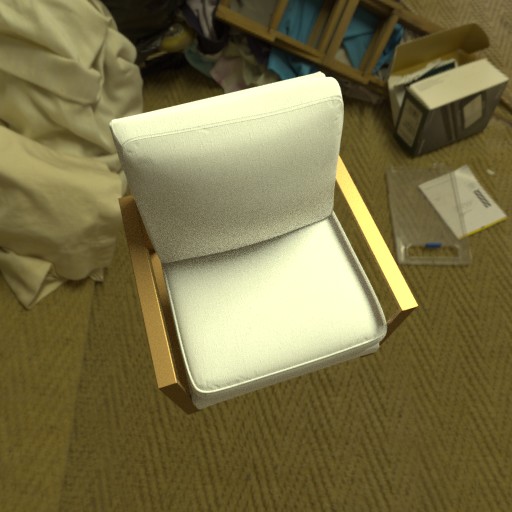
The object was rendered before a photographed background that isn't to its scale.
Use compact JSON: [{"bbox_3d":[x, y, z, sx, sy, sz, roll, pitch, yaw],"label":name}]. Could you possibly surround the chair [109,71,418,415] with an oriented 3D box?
[{"bbox_3d":[0.000,0.000,1.537,0.805,0.966,0.813,-16,65,-8],"label":"chair"}]
